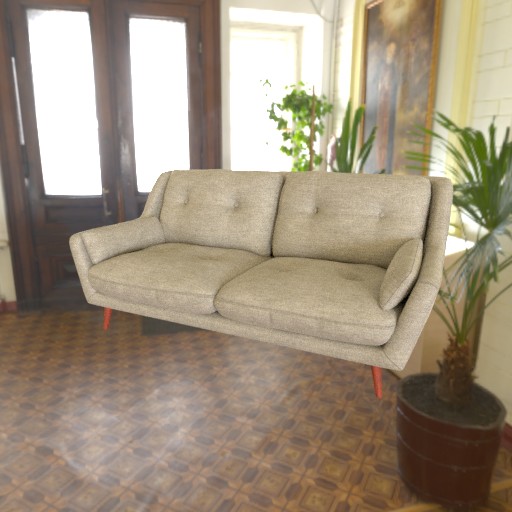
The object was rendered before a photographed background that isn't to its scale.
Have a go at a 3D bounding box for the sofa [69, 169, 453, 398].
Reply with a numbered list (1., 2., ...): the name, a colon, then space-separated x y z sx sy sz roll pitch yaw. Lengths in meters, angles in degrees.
1. sofa: 0.000 0.000 2.420 1.930 0.897 0.976 7 15 27
